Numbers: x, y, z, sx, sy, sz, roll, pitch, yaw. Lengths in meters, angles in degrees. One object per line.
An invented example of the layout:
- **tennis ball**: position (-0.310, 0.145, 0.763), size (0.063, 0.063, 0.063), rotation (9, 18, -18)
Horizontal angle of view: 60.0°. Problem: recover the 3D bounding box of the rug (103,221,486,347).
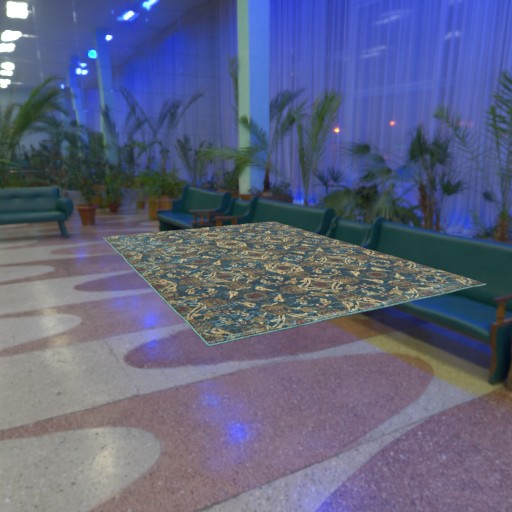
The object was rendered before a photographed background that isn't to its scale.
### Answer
- **rug**: position (0.000, 0.000, 2.913), size (1.567, 0.014, 2.207), rotation (-7, 16, -27)
